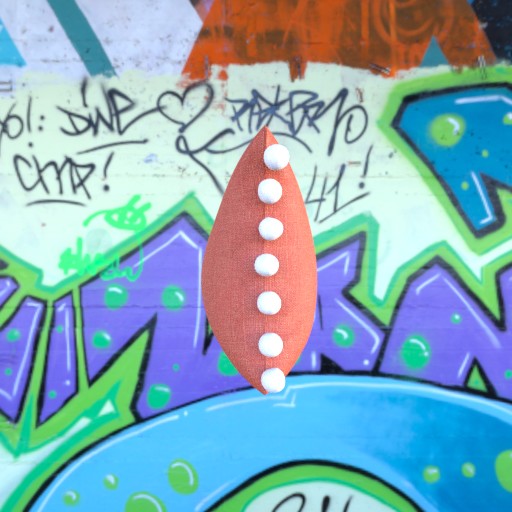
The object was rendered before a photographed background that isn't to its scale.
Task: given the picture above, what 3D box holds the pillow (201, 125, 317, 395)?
[{"bbox_3d":[0.000,0.000,0.847,0.201,0.322,0.709,0,1,-1],"label":"pillow"}]
